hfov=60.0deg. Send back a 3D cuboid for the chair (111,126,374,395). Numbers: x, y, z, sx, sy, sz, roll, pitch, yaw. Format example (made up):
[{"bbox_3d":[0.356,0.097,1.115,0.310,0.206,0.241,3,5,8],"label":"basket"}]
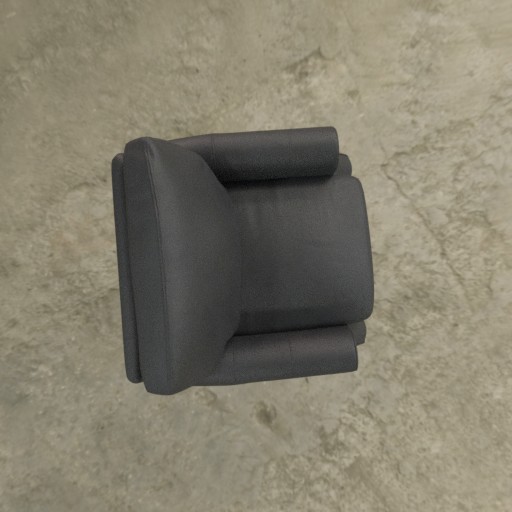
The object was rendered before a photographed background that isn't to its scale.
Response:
[{"bbox_3d":[0.000,0.000,1.829,1.027,0.960,1.015,0,89,-1],"label":"chair"}]
